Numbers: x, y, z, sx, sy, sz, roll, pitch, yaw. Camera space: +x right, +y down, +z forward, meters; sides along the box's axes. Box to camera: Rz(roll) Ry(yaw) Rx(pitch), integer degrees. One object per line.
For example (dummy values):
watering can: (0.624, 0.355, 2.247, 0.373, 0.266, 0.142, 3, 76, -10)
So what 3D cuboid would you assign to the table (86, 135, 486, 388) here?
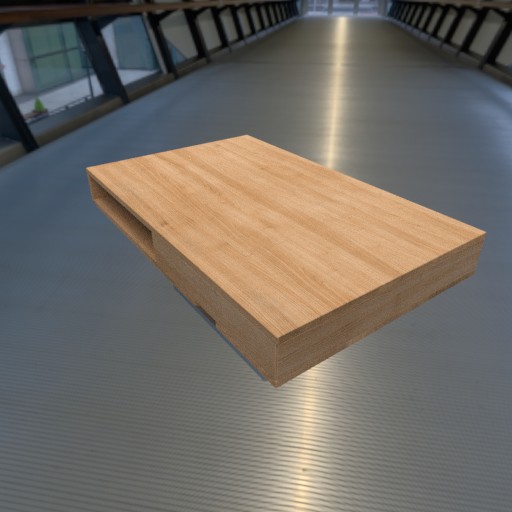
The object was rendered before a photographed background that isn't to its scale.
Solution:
table: (0.000, 0.000, 1.484, 0.700, 0.440, 1.100, -21, 37, -30)
